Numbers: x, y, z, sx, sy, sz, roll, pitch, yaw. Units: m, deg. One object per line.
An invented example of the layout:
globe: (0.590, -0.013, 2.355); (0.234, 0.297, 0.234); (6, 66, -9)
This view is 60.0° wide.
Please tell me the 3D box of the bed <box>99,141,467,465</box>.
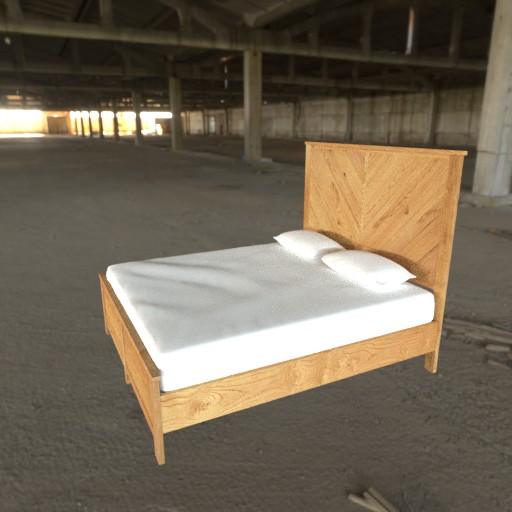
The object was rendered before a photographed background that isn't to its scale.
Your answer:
bed: (0.000, 0.000, 3.565); (2.201, 1.686, 1.936); (-8, 18, -26)
